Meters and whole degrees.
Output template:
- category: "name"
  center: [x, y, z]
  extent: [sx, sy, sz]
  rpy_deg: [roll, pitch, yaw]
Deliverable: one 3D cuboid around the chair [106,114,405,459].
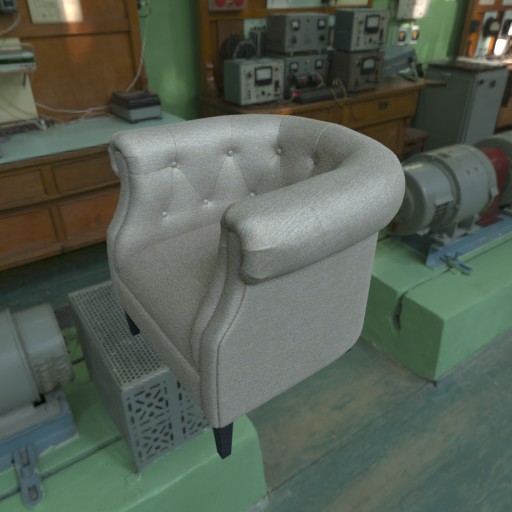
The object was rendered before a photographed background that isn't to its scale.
- category: "chair"
  center: [0.000, 0.000, 1.583]
  extent: [0.852, 0.827, 0.905]
  rpy_deg: [-21, 37, -30]
